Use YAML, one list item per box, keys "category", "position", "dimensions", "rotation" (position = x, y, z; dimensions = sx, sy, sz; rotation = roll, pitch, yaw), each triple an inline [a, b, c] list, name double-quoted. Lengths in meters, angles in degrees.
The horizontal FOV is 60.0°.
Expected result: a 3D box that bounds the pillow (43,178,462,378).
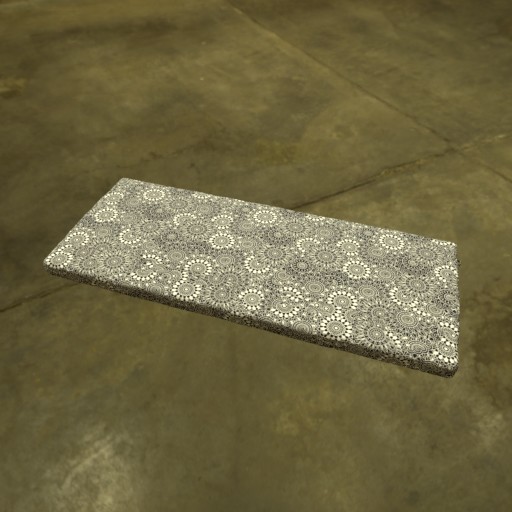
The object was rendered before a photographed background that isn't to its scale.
- category: "pillow"
  position: [0.000, 0.000, 1.332]
  dimensions: [1.187, 0.081, 0.492]
  rotation: [13, 46, 13]
